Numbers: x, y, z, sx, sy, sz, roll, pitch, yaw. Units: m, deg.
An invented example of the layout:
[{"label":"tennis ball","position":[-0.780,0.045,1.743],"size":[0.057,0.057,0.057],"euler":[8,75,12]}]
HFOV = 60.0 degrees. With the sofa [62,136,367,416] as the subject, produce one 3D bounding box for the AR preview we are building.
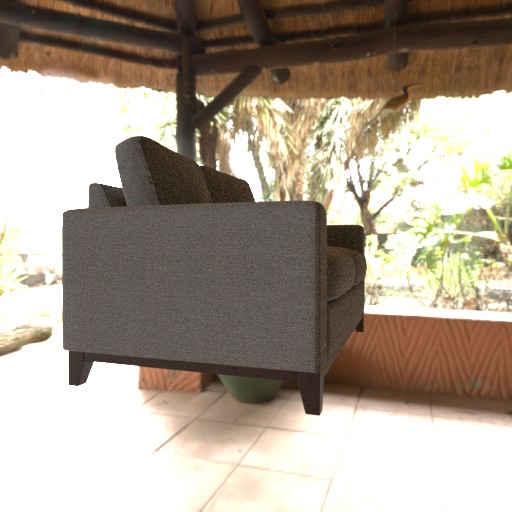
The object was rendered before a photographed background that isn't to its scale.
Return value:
[{"label":"sofa","position":[0.000,0.000,2.021],"size":[0.917,0.873,1.420],"euler":[0,1,19]}]
